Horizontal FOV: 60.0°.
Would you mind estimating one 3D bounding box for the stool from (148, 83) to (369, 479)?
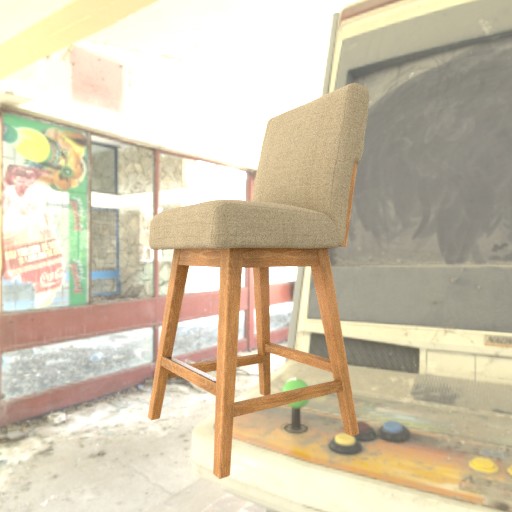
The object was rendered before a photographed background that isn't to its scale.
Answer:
[{"bbox_3d":[0.000,0.000,1.333,0.526,1.010,0.459,0,0,-34],"label":"stool"}]
